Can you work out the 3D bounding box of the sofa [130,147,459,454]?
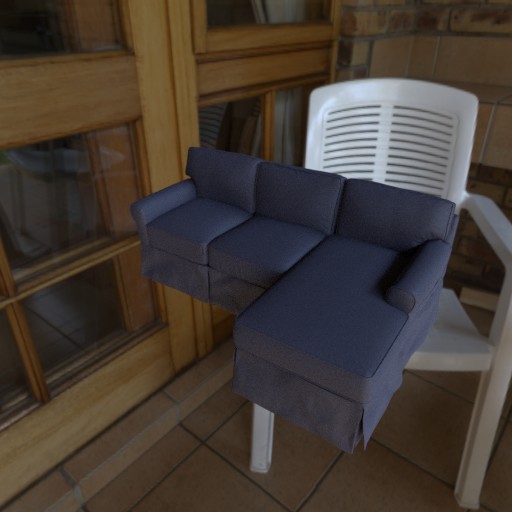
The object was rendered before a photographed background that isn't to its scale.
[{"bbox_3d":[0.000,0.000,3.371,2.518,1.039,1.637,18,35,29],"label":"sofa"}]
